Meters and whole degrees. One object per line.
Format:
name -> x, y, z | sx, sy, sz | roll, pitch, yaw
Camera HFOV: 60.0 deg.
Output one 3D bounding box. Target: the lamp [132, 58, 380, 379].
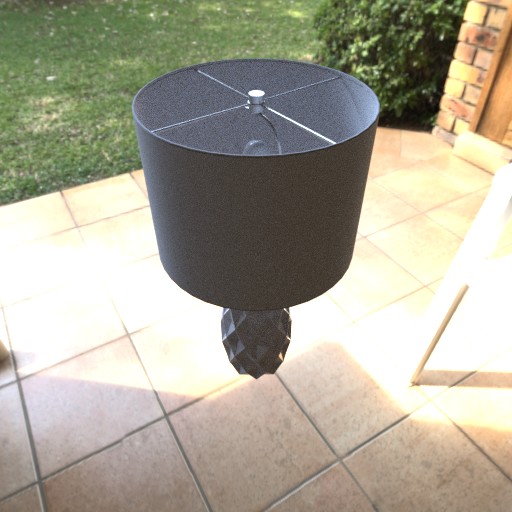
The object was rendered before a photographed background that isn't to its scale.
lamp -> 0.000, 0.000, 0.709 | 0.297, 0.522, 0.297 | 0, 41, 0
